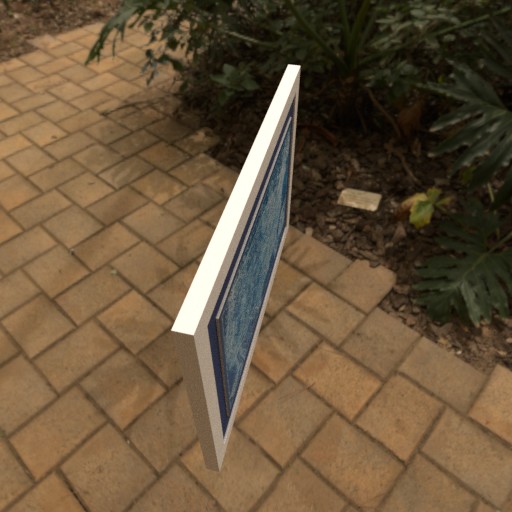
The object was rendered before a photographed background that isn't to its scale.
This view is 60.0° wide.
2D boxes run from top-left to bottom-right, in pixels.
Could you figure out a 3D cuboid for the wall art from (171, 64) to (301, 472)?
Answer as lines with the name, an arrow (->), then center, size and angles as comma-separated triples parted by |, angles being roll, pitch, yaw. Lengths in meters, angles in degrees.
wall art -> 0.000, 0.000, 1.695 | 0.051, 0.902, 1.308 | 10, 48, 9
